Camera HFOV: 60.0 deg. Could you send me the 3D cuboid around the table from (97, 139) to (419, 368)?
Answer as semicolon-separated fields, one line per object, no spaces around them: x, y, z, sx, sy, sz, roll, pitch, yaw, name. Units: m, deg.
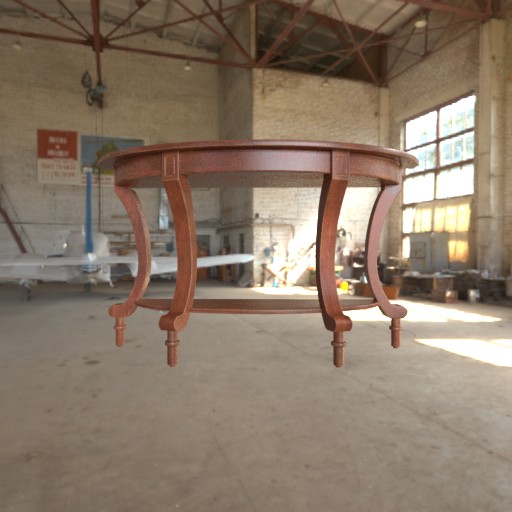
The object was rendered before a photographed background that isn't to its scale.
0.000;0.000;1.516;1.198;0.699;0.394;0;1;1;table
